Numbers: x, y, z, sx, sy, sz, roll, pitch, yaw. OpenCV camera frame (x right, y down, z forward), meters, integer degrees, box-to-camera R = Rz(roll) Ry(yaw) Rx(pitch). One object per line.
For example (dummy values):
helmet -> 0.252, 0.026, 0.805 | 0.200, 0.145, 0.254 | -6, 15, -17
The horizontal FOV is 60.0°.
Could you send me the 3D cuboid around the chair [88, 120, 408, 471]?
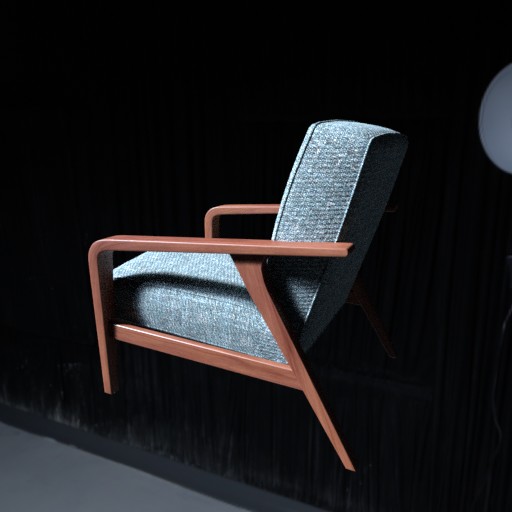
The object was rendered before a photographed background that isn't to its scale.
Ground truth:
chair -> 0.000, 0.000, 1.489 | 0.889, 0.864, 0.719 | 7, 17, 25
